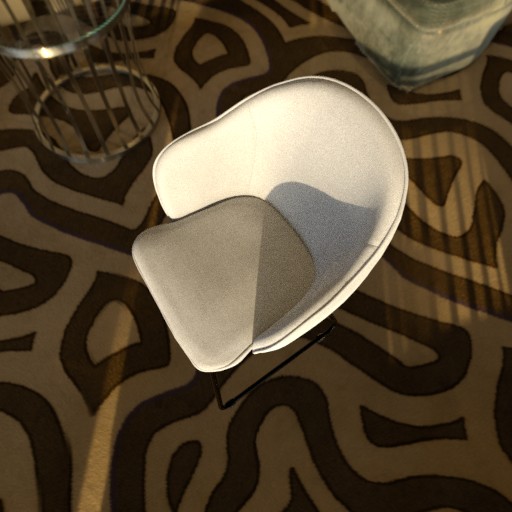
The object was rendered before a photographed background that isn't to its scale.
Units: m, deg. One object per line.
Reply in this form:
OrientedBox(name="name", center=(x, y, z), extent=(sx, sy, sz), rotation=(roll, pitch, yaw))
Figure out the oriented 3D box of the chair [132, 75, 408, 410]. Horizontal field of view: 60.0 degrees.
OrientedBox(name="chair", center=(0.000, 0.000, 1.218), extent=(0.592, 0.817, 0.570), rotation=(-30, 67, -14))
